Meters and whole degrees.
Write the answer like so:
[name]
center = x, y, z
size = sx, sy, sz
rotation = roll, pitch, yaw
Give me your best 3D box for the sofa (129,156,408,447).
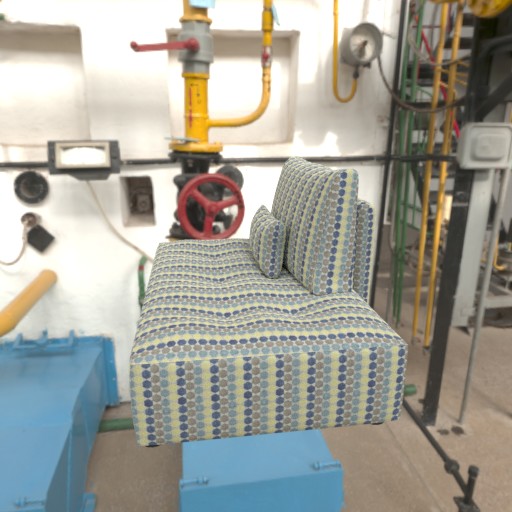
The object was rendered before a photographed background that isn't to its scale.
[sofa]
center = 0.000, 0.000, 2.024
size = 1.000, 0.820, 1.450
rotation = -2, 17, -8
